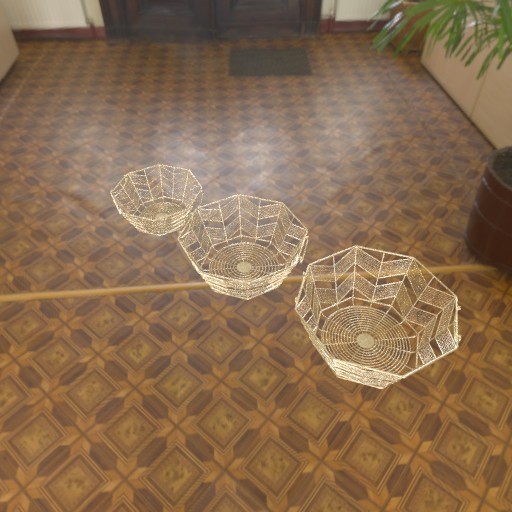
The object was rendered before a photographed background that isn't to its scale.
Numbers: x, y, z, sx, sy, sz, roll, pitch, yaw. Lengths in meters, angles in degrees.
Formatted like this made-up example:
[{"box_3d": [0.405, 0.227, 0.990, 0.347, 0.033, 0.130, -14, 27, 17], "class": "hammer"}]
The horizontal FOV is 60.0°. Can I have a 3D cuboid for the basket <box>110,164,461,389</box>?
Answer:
[{"box_3d": [0.000, 0.000, 1.396, 1.246, 0.178, 0.432, 30, 53, 27], "class": "basket"}]
